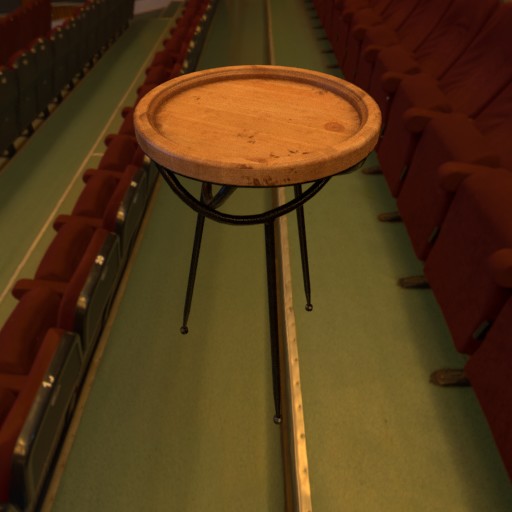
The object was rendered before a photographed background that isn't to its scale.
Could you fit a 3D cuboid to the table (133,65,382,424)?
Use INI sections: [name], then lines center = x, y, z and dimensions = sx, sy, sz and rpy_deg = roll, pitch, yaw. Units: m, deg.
[table]
center = 0.000, 0.000, 0.957
dimensions = 0.414, 0.664, 0.418
rpy_deg = 0, 41, 0
